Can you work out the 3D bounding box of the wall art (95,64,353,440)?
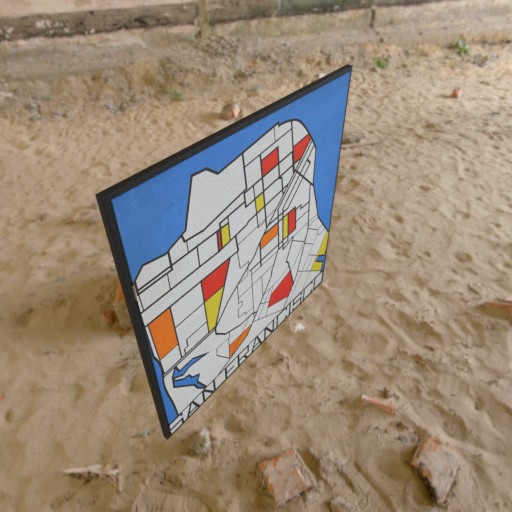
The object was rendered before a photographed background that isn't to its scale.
[{"bbox_3d":[0.000,0.000,0.997,0.015,0.663,0.664,28,48,28],"label":"wall art"}]
